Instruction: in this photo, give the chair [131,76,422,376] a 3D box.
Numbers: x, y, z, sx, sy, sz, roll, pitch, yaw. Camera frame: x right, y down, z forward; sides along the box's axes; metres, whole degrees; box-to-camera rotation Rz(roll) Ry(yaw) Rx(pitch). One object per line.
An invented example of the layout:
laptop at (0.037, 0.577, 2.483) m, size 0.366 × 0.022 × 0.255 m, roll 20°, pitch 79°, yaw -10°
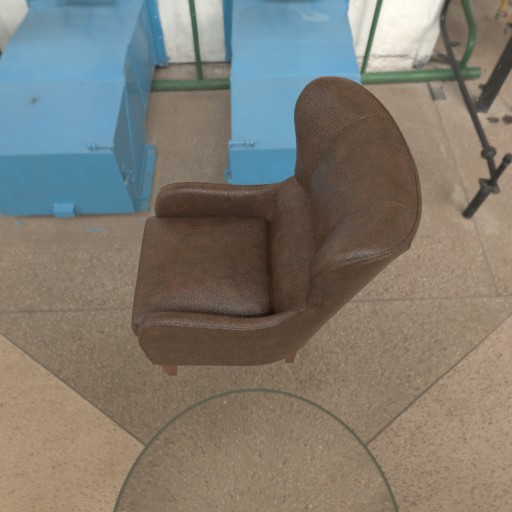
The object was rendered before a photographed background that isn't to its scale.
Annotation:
chair at (0.000, 0.000, 1.633) m, size 0.914 × 1.048 × 0.692 m, roll -1°, pitch 58°, yaw -1°
